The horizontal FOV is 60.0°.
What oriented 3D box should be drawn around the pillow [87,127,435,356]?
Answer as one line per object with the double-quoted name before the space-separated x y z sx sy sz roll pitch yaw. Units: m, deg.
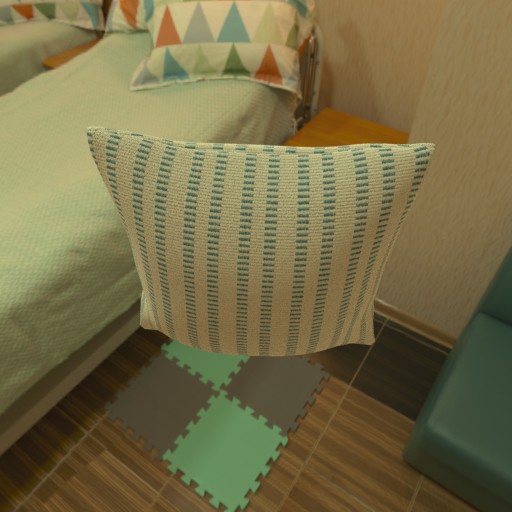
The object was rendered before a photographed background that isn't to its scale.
"pillow" 0.000 0.000 0.689 0.438 0.419 0.247 4 46 4
